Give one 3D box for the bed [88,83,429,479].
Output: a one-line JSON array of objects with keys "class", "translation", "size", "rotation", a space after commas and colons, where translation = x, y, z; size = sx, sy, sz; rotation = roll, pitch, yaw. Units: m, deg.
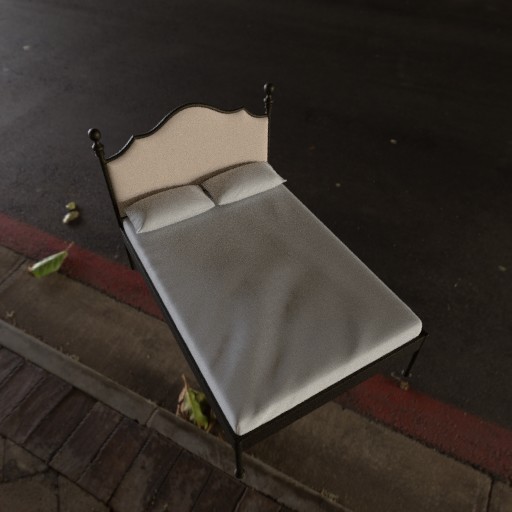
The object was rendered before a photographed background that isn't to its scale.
[{"class": "bed", "translation": [0.000, 0.000, 3.252], "size": [1.533, 1.462, 2.170], "rotation": [-22, 50, -20]}]
